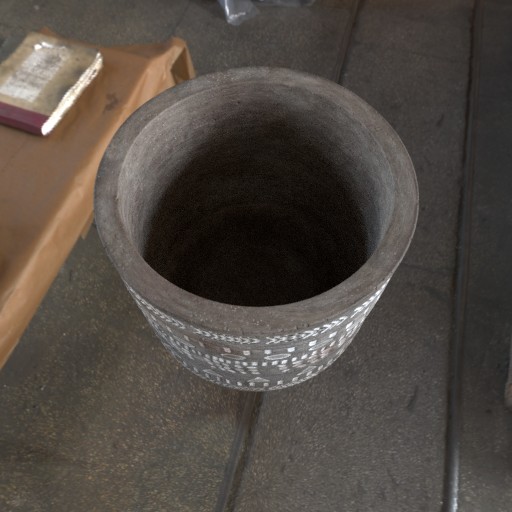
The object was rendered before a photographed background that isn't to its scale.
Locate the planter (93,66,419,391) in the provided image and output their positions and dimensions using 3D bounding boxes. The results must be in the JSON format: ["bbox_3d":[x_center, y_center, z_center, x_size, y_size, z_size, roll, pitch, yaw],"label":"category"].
[{"bbox_3d":[0.000,0.000,0.221,0.122,0.128,0.122,0,62,0],"label":"planter"}]
